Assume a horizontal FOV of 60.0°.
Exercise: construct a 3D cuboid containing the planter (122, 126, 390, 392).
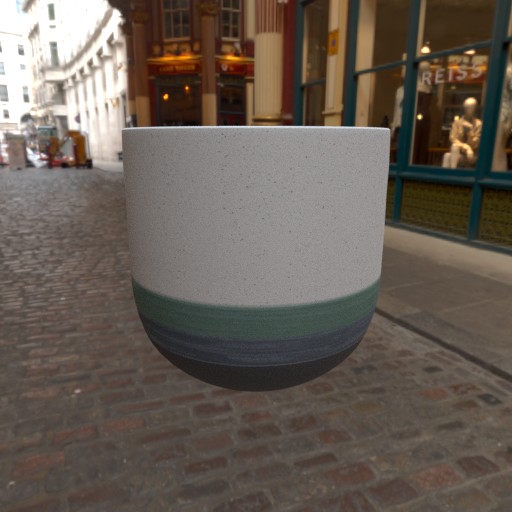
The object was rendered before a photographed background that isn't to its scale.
[{"bbox_3d":[0.000,0.000,0.491,0.268,0.270,0.268,0,15,0],"label":"planter"}]
